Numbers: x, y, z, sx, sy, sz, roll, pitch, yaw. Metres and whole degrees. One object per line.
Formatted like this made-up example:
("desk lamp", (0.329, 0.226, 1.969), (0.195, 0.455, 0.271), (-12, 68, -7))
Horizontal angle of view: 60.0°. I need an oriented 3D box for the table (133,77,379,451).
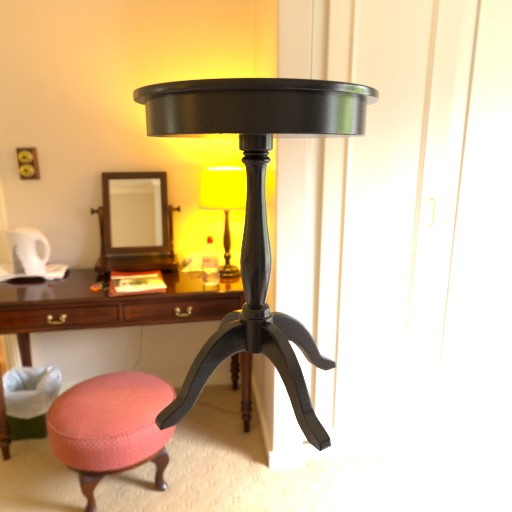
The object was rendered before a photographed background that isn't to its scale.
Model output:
("table", (0.000, 0.000, 0.968), (0.481, 0.665, 0.481), (0, 14, 0))
